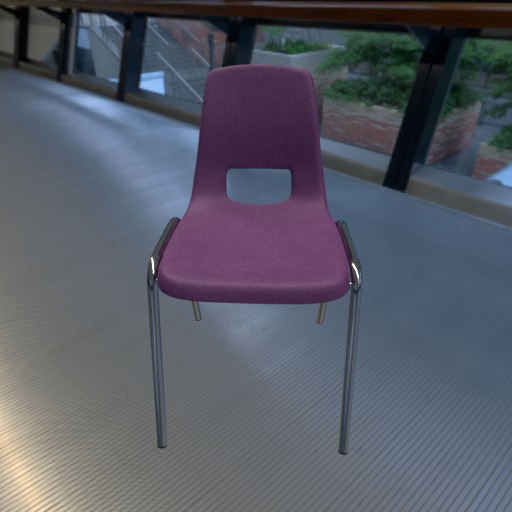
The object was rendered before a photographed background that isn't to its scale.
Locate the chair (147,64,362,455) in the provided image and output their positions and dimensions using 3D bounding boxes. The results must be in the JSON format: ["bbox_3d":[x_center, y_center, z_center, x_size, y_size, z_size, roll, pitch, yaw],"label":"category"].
[{"bbox_3d":[0.000,0.000,0.890,0.381,0.654,0.432,1,32,2],"label":"chair"}]
